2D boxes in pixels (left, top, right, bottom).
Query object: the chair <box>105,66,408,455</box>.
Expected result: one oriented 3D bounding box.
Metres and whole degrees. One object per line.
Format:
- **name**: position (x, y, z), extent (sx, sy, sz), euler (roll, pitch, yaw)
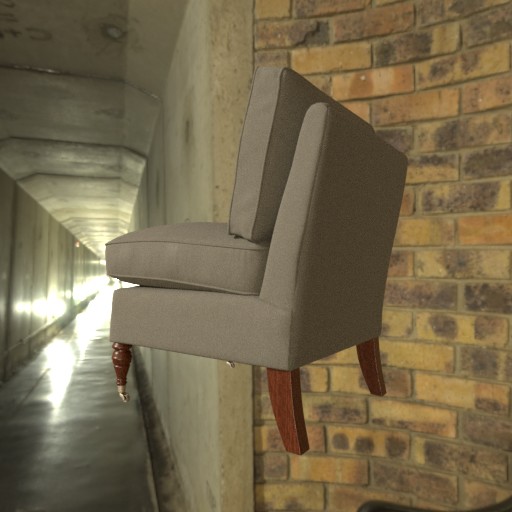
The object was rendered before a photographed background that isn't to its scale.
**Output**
- **chair**: position (0.000, 0.000, 1.639), extent (0.924, 1.045, 0.724), euler (0, -1, 35)
